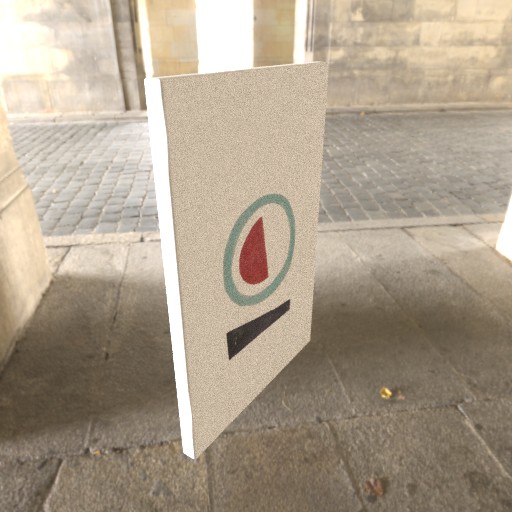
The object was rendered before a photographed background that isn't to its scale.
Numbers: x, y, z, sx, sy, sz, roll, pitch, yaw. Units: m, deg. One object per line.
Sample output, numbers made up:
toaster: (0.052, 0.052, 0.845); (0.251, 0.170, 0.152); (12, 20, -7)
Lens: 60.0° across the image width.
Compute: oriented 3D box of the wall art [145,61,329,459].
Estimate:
wall art: (0.000, 0.000, 1.154); (0.048, 0.902, 0.602); (18, 32, 31)
